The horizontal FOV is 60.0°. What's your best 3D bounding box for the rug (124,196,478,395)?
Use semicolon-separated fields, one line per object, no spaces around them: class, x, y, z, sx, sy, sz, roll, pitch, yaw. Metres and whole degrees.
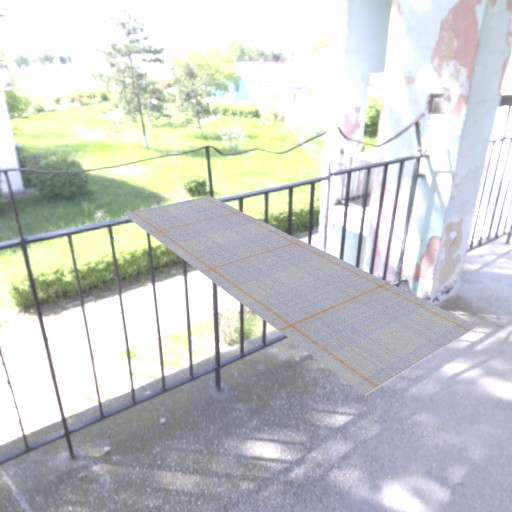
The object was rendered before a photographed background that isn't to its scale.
rug;0.000;0.000;2.739;0.770;0.016;2.442;-17;30;-32
